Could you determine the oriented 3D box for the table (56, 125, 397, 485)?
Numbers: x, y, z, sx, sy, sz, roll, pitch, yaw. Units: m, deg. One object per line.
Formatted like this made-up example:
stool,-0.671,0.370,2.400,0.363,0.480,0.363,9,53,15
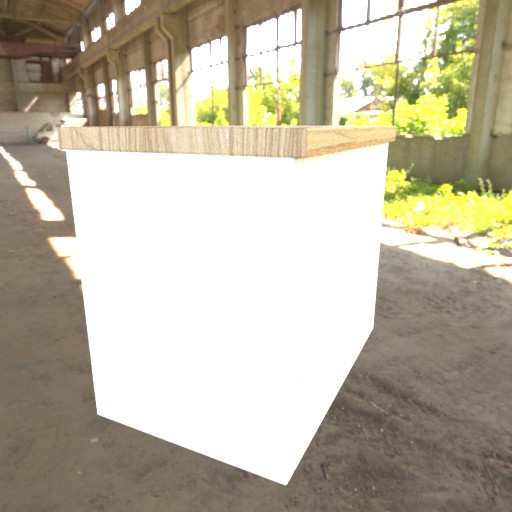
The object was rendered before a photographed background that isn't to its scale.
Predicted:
table,0.000,0.000,0.783,0.360,0.440,0.500,8,18,25
